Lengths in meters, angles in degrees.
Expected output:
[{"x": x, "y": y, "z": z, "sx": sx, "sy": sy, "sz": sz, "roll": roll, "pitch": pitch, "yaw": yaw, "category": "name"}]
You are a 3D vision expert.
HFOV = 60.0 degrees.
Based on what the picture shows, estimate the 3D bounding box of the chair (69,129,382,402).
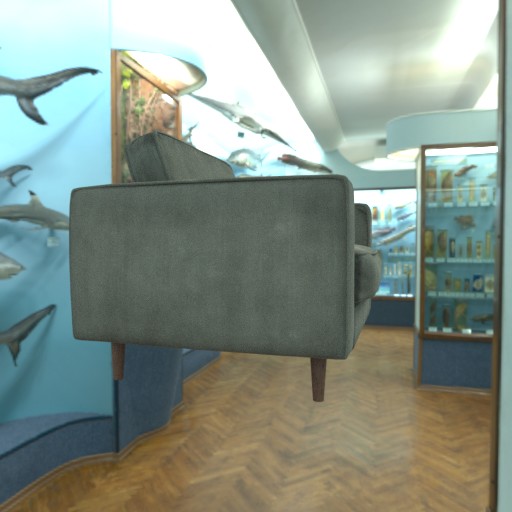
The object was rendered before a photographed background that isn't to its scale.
[{"x": 0.000, "y": 0.000, "z": 1.550, "sx": 0.843, "sy": 0.773, "sz": 0.928, "roll": 0, "pitch": 1, "yaw": 18, "category": "chair"}]
